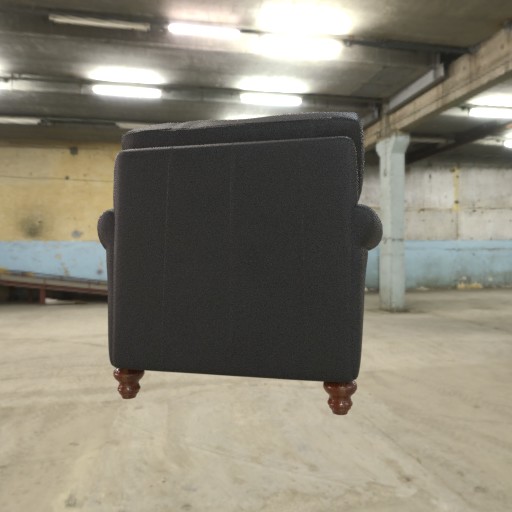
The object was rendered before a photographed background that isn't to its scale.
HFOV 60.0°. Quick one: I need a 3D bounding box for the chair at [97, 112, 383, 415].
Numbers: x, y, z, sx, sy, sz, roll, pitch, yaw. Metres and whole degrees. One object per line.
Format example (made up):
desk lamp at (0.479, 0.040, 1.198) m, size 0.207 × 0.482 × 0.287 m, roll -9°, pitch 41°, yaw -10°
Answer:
chair at (0.000, 0.000, 1.826) m, size 1.015 × 0.960 × 1.027 m, roll 0°, pitch 0°, yaw 17°
